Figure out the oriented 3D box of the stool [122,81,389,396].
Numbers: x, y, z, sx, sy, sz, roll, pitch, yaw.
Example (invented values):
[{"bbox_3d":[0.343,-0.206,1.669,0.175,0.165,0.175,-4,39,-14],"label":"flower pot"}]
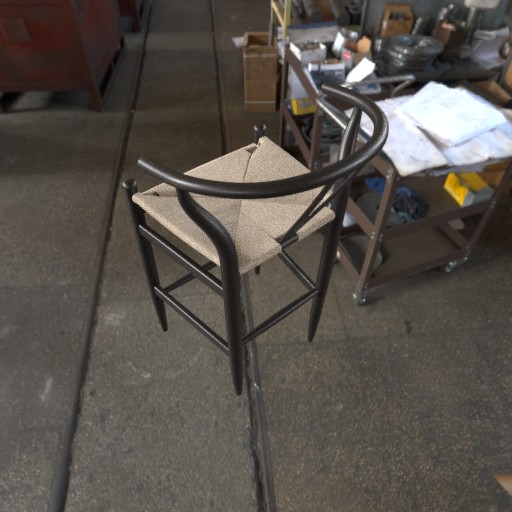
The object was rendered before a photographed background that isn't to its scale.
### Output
[{"bbox_3d":[0.000,0.000,1.330,0.569,0.970,0.579,-31,54,-26],"label":"stool"}]
